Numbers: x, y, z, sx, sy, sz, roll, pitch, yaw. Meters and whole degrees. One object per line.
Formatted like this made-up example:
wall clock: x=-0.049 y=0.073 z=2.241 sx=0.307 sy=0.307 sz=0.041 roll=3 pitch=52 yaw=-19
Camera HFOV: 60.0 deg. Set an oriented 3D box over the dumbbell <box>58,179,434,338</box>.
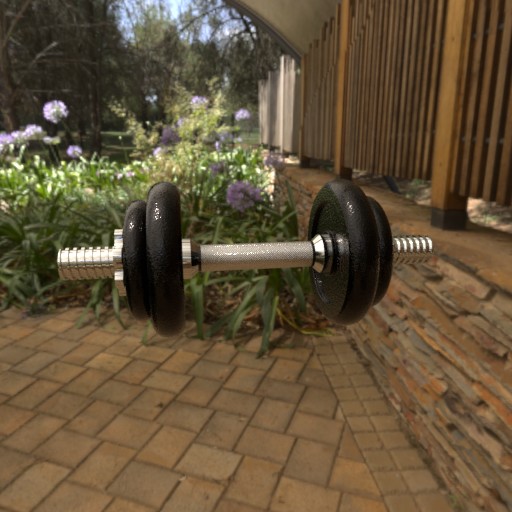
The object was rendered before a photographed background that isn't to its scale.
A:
dumbbell: x=0.000 y=0.000 z=0.599 sx=0.497 sy=0.202 sz=0.202 roll=-2 pitch=15 yaw=-9
